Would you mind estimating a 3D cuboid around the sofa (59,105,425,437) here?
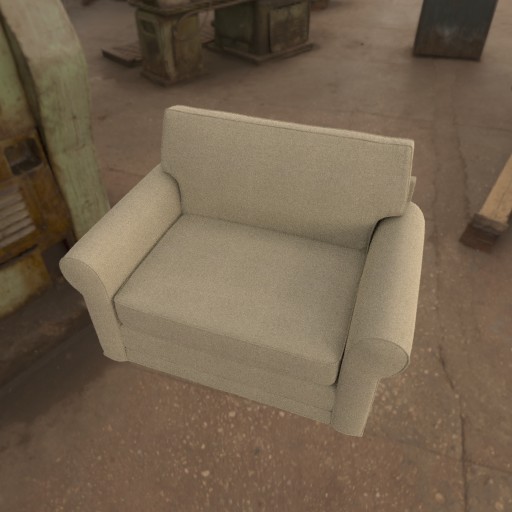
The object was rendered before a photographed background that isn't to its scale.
[{"bbox_3d":[0.000,0.000,2.028,1.405,0.991,0.936,13,43,15],"label":"sofa"}]
